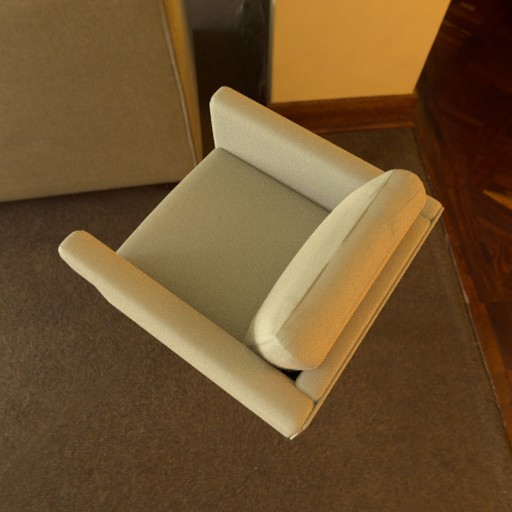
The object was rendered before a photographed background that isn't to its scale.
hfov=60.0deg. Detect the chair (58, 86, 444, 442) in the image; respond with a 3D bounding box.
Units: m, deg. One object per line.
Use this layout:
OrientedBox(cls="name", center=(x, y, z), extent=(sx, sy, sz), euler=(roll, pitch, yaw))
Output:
OrientedBox(cls="chair", center=(0.000, 0.000, 1.680), extent=(0.959, 0.838, 0.914), euler=(33, 69, 15))
